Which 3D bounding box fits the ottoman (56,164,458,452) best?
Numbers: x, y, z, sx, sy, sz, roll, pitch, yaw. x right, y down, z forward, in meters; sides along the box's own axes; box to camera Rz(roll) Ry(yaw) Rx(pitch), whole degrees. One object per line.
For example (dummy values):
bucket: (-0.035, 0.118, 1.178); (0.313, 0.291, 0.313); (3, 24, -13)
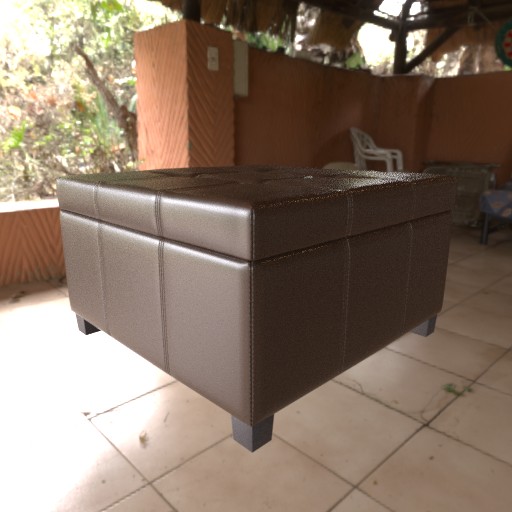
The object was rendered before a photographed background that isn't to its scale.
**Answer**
ottoman: (0.000, 0.000, 1.252); (0.787, 0.460, 0.788); (-14, 20, -43)
